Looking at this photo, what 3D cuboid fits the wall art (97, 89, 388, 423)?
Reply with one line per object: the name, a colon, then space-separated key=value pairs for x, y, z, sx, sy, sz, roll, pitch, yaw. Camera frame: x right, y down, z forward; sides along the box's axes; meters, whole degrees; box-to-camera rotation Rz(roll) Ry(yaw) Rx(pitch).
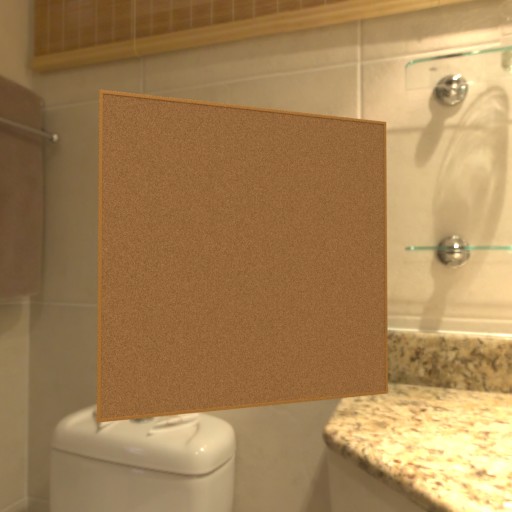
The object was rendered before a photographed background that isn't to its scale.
wall art: x=0.000 y=0.000 z=0.680 sx=0.457 sy=0.455 sz=0.013 roll=0 pitch=-1 yaw=-17
